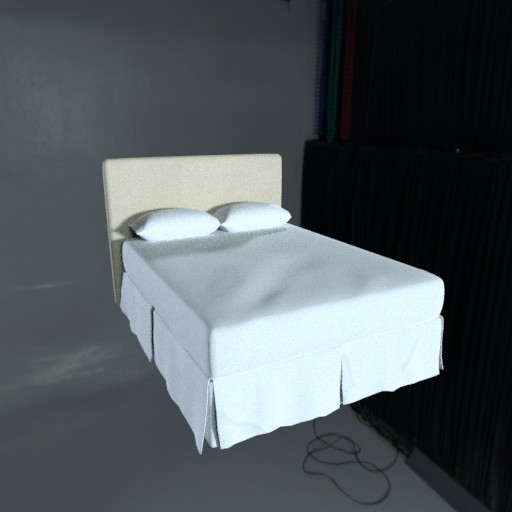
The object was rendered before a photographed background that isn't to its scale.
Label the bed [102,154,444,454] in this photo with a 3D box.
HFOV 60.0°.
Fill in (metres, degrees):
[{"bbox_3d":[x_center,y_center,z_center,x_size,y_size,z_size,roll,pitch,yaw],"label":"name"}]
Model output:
[{"bbox_3d":[0.000,0.000,3.244,1.723,1.330,2.142,-8,18,-27],"label":"bed"}]
